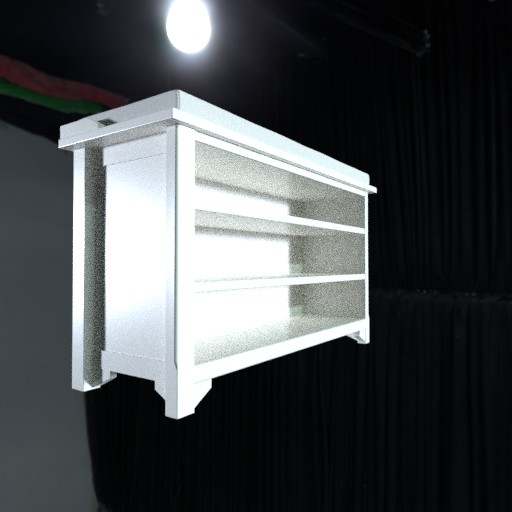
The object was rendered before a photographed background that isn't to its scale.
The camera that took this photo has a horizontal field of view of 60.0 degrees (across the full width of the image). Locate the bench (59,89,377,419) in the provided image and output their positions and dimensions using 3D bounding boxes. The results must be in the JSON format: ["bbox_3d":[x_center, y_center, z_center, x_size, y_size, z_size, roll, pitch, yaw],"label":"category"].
[{"bbox_3d":[0.000,0.000,1.256,0.346,0.589,0.987,-1,-1,35],"label":"bench"}]
